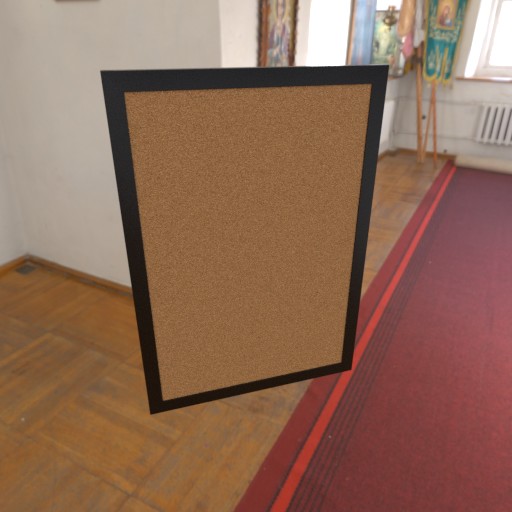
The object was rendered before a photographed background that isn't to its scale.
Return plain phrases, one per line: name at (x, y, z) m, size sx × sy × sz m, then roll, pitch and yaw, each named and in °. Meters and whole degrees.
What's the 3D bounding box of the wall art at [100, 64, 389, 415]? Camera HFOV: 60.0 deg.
wall art at (0.000, 0.000, 0.550) m, size 0.304 × 0.432 × 0.013 m, roll -8°, pitch 28°, yaw -15°
